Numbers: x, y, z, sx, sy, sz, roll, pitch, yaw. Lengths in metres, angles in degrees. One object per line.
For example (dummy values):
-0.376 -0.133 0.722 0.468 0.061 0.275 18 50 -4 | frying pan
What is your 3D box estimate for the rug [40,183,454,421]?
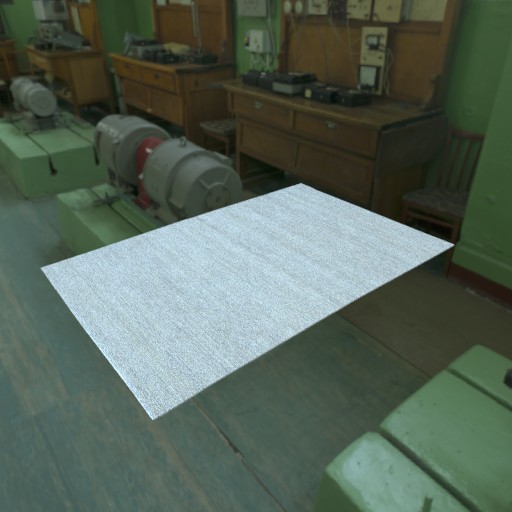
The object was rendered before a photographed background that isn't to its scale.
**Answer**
0.000 0.000 2.299 1.820 0.022 1.179 -23 37 -33 | rug
